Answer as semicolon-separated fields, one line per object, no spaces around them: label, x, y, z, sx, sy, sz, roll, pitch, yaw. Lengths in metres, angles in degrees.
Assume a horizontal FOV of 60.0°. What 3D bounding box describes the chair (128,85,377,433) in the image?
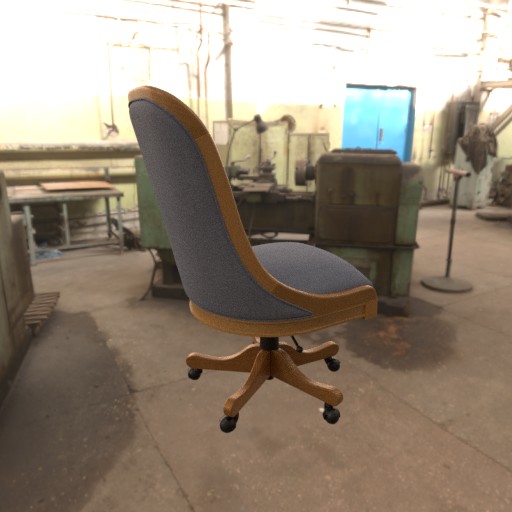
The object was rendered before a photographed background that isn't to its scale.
chair;0.000;0.000;1.485;0.735;1.031;0.605;-8;17;-27
